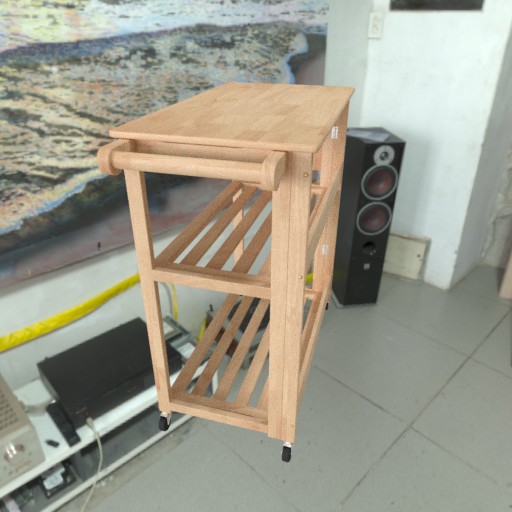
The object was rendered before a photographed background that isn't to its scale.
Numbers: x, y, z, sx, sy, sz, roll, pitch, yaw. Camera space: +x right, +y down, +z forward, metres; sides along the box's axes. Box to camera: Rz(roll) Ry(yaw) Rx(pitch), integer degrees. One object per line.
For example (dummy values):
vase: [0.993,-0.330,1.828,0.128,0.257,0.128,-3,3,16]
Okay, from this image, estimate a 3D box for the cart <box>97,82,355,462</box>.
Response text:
cart: [0.000,0.000,1.348,0.432,0.879,0.853,8,30,14]
